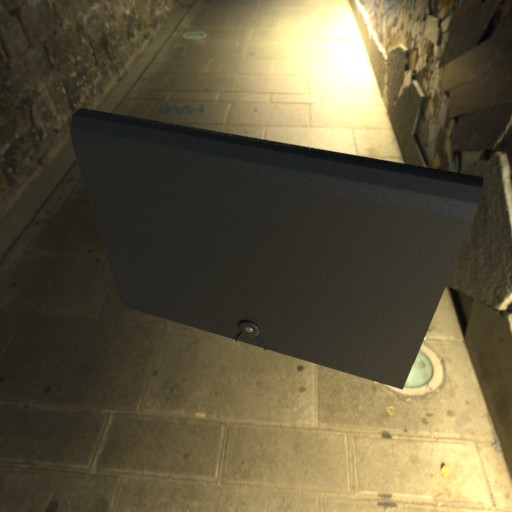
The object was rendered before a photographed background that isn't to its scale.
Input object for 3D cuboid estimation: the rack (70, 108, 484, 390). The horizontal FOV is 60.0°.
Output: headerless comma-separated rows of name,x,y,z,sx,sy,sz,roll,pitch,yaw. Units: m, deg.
rack,0.000,0.000,0.425,0.330,0.241,0.041,14,44,15
